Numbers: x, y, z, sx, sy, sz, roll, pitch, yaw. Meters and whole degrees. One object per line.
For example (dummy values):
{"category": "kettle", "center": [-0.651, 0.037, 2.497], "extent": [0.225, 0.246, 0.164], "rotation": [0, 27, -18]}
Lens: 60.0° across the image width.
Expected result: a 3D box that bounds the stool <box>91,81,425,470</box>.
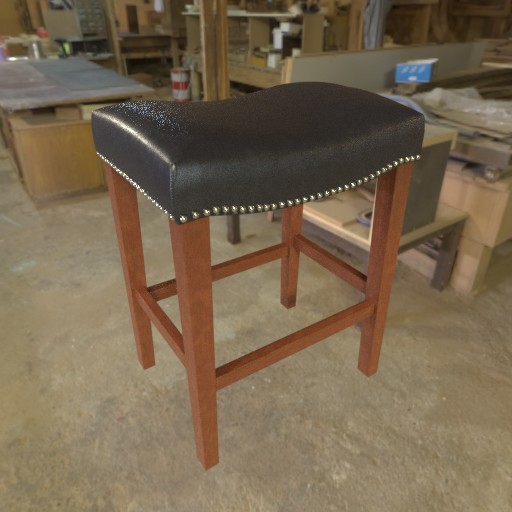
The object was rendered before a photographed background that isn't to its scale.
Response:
{"category": "stool", "center": [0.000, 0.000, 0.951], "extent": [0.504, 0.654, 0.372], "rotation": [-19, 35, -28]}
